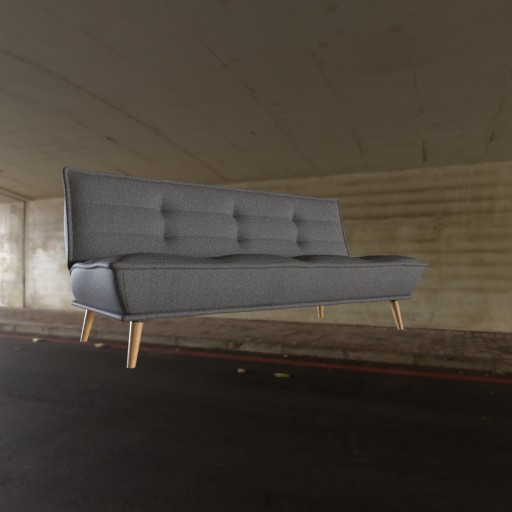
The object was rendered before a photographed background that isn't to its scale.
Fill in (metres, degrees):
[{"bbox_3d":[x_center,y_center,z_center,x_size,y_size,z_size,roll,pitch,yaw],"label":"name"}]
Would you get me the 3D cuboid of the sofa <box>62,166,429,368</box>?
[{"bbox_3d":[0.000,0.000,2.509,1.940,0.890,0.950,1,-1,-36],"label":"sofa"}]
